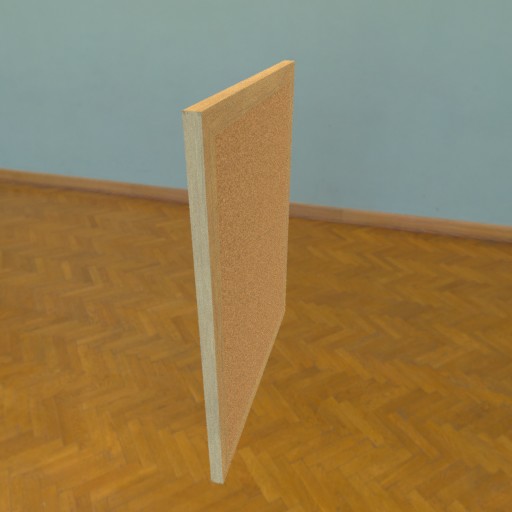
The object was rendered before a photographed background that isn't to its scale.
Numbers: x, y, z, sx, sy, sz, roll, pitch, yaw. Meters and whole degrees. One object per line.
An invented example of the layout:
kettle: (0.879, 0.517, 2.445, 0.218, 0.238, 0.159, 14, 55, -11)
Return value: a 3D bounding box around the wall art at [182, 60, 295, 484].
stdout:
wall art: (0.000, 0.000, 0.746, 0.020, 0.561, 0.460, 8, 30, 13)
